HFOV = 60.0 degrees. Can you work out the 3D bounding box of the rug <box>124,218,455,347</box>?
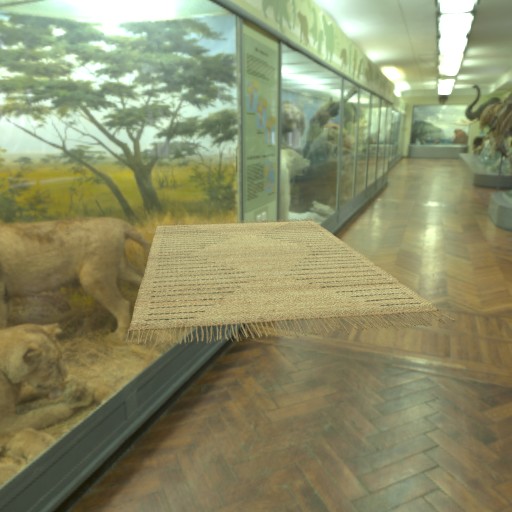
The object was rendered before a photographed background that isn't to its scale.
[{"bbox_3d":[0.000,0.000,2.556,1.224,0.027,2.085,-2,16,-9],"label":"rug"}]
